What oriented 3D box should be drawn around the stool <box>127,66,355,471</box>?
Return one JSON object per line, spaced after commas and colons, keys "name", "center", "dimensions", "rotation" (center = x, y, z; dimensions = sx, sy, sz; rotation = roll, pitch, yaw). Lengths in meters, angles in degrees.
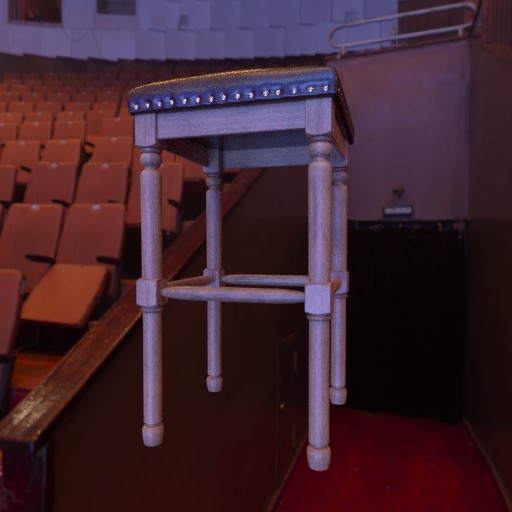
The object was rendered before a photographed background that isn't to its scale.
{"name": "stool", "center": [0.000, 0.000, 0.938], "dimensions": [0.382, 0.702, 0.383], "rotation": [1, 2, 16]}
